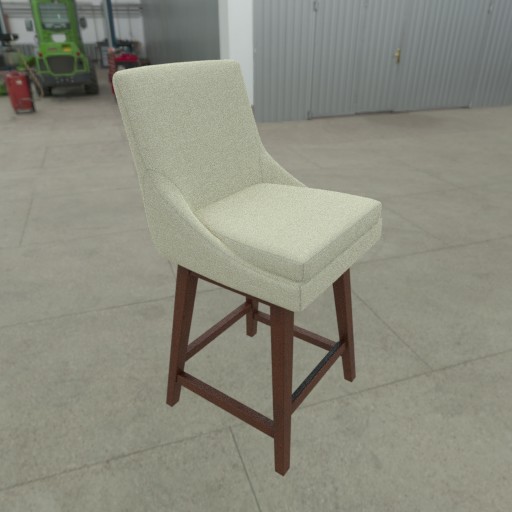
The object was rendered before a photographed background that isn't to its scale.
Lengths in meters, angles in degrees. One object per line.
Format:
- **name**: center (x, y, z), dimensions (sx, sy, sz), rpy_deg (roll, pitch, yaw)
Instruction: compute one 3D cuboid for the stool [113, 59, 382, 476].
- **stool**: center (0.000, 0.000, 1.264), dimensions (0.559, 0.991, 0.469), rpy_deg (18, 33, 31)
